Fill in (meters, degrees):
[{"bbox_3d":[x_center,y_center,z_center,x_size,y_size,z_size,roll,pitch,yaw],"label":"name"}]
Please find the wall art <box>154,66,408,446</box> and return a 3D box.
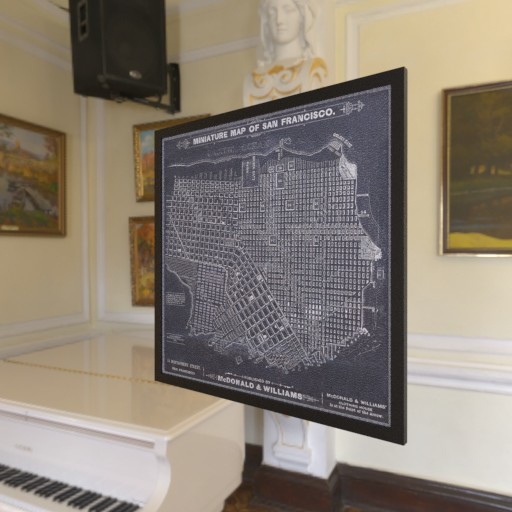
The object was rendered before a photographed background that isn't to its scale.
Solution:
[{"bbox_3d":[0.000,0.000,1.195,0.807,0.807,0.022,0,0,37],"label":"wall art"}]
